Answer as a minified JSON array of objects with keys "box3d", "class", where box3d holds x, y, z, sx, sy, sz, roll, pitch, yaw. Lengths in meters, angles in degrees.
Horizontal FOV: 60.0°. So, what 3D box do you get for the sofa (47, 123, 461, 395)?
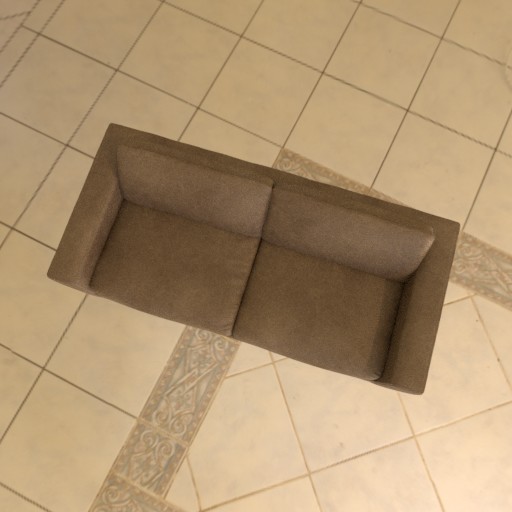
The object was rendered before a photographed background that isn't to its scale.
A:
[{"box3d":[0.000,0.000,2.768,2.262,0.801,1.070,17,78,4],"class":"sofa"}]
